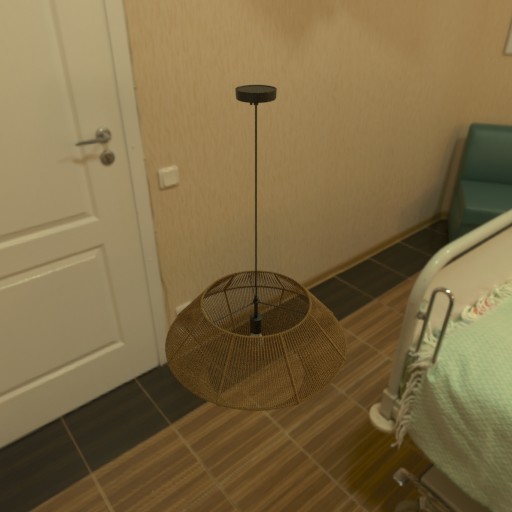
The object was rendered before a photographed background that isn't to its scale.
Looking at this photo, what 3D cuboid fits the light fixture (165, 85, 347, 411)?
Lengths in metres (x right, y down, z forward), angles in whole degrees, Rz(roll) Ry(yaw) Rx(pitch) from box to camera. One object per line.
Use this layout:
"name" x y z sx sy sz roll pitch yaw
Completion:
"light fixture" 0.000 0.000 1.404 0.643 1.009 0.643 0 31 0
